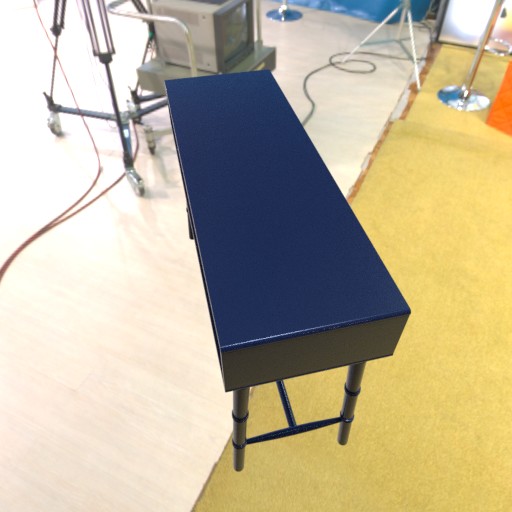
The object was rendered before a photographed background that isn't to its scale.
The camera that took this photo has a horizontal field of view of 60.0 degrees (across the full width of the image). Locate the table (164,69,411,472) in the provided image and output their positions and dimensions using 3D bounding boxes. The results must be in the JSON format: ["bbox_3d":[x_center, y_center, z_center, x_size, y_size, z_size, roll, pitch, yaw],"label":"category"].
[{"bbox_3d":[0.000,0.000,1.484,0.399,0.749,1.118,-10,47,-9],"label":"table"}]
